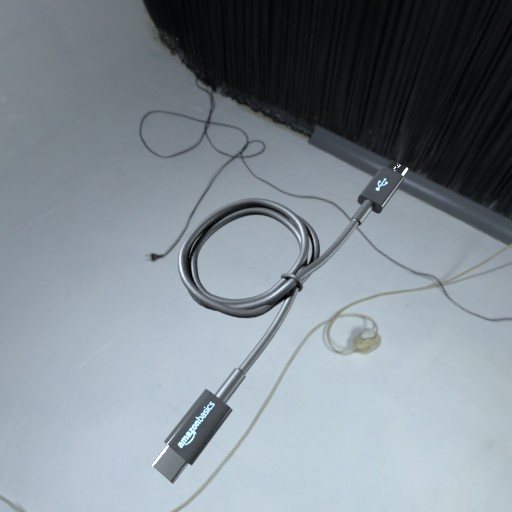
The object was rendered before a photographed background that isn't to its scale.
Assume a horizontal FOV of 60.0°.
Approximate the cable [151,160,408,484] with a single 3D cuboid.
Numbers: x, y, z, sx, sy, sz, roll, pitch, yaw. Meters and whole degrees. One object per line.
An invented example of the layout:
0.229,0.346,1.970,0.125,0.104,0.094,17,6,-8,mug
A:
0.000,0.000,0.211,0.070,0.014,0.192,32,64,18,cable
